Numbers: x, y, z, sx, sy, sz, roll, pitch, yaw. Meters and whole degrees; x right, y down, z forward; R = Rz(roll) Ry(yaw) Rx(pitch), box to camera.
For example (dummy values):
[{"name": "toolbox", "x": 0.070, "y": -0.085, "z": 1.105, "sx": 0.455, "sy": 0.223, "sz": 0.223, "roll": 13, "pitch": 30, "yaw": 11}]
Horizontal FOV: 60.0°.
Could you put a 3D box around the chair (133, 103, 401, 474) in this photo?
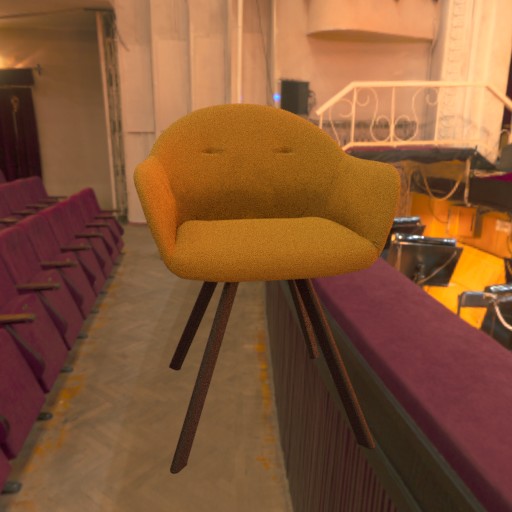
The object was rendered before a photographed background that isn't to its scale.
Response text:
[{"name": "chair", "x": 0.000, "y": 0.000, "z": 1.133, "sx": 0.545, "sy": 0.775, "sz": 0.565, "roll": -2, "pitch": 15, "yaw": -9}]
